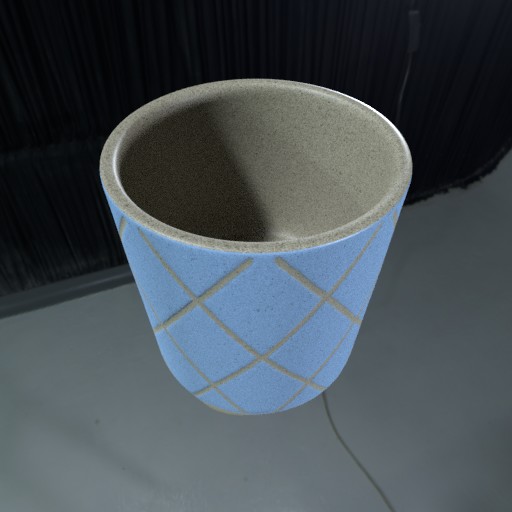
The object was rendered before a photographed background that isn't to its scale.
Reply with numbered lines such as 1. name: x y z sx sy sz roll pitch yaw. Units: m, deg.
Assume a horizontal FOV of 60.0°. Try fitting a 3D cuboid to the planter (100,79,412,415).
1. planter: 0.000 0.000 0.348 0.191 0.200 0.191 0 46 0
